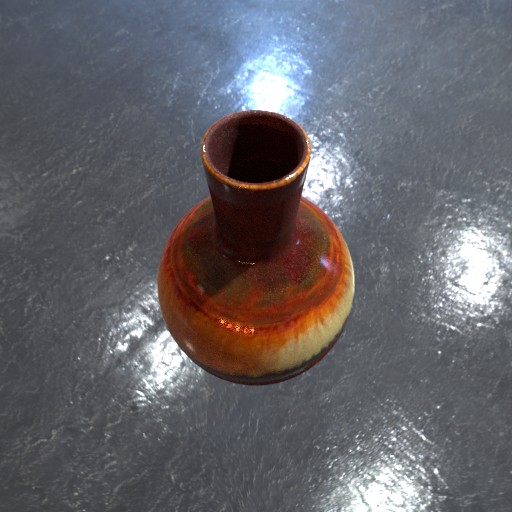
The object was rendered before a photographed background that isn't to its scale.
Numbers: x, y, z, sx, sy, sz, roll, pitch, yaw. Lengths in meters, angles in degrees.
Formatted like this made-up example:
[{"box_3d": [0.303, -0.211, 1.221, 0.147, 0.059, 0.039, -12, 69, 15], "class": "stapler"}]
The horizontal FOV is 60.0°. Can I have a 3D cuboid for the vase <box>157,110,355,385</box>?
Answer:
[{"box_3d": [0.000, 0.000, 0.230, 0.111, 0.154, 0.111, 0, 58, 0], "class": "vase"}]
